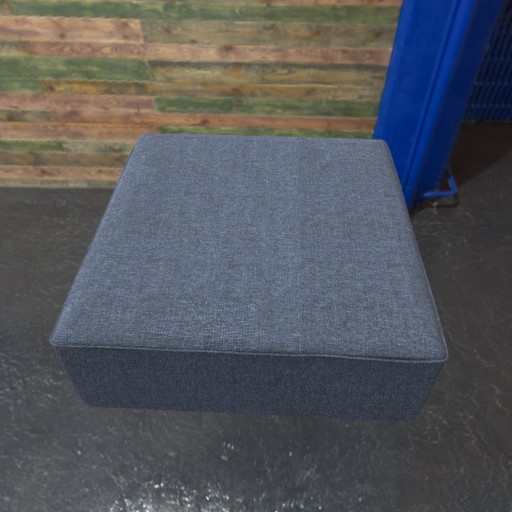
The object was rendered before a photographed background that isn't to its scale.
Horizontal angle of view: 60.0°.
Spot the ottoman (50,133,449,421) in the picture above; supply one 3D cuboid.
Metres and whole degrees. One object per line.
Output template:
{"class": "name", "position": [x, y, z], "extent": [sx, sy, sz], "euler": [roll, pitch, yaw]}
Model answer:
{"class": "ottoman", "position": [0.000, 0.000, 1.556], "extent": [1.017, 0.423, 1.023], "euler": [2, 46, 2]}
